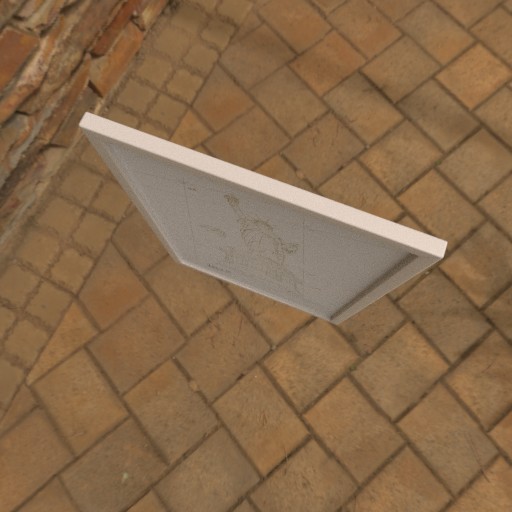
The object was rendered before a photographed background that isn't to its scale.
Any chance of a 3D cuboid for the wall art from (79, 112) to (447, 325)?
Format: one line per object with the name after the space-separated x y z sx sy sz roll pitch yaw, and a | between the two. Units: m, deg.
0.000 0.000 1.022 0.556 0.813 0.026 21 76 5 | wall art
